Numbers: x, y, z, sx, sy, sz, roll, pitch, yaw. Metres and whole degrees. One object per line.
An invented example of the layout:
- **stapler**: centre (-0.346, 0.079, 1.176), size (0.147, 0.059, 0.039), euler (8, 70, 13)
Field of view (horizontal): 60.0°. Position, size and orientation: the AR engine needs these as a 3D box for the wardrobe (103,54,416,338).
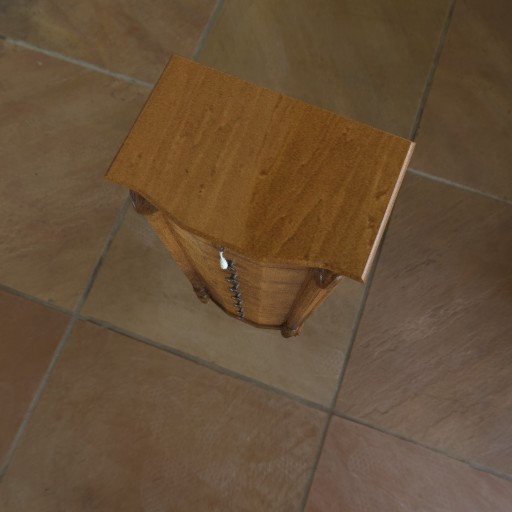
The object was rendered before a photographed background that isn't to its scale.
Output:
- **wardrobe**: centre (0.000, 0.000, 1.110), size (0.406, 0.959, 0.273), euler (22, 76, 6)
